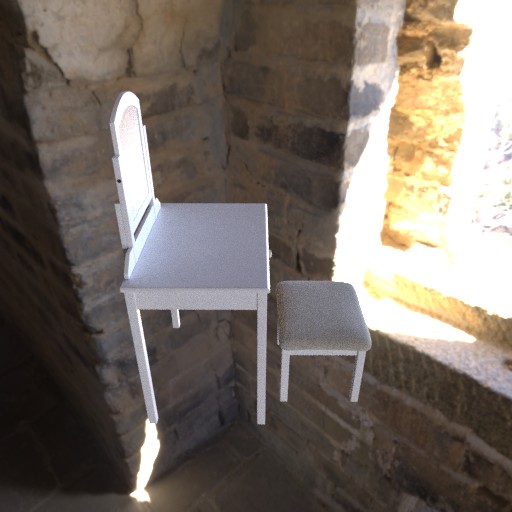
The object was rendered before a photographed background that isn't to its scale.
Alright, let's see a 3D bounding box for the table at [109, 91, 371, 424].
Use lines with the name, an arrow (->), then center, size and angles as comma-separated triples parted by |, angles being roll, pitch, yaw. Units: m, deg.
table -> 0.000, 0.000, 2.320 | 1.211, 1.631, 0.876 | 0, 32, 0
